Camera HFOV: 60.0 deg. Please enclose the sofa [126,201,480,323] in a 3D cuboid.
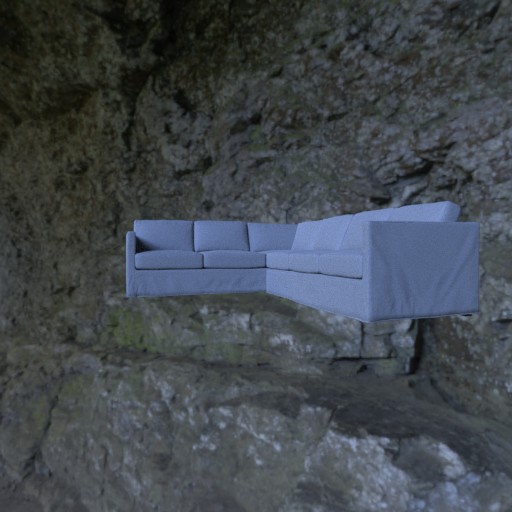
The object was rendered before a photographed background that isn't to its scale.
[{"bbox_3d":[0.000,0.000,4.360,2.432,0.871,3.182,0,1,-17],"label":"sofa"}]
